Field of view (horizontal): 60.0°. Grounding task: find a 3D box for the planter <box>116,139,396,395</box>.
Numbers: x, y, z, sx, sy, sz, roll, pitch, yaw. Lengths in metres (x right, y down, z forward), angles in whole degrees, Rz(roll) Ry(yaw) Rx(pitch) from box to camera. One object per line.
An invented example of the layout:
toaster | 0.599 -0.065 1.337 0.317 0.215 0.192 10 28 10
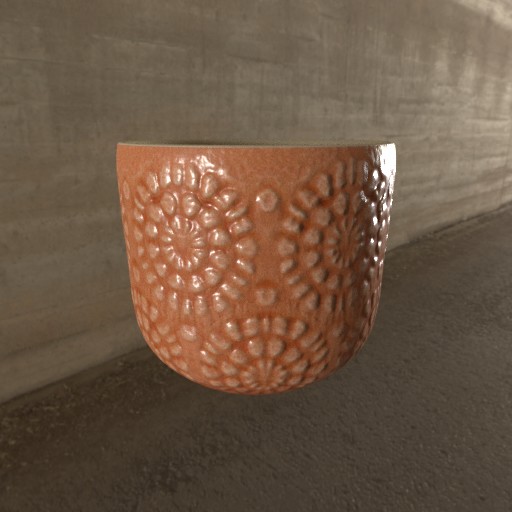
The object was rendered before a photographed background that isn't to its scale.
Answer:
planter | 0.000 0.000 0.218 0.124 0.109 0.124 0 16 0
